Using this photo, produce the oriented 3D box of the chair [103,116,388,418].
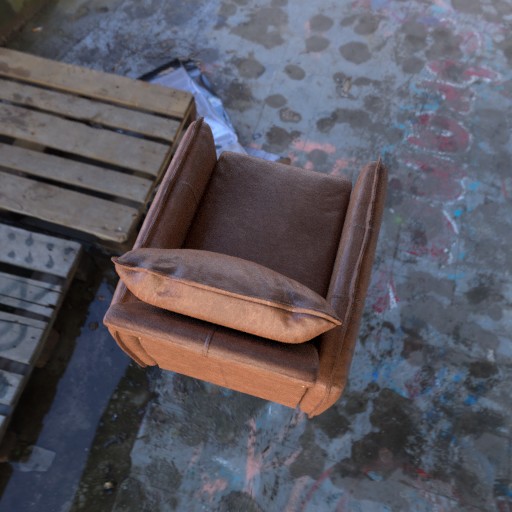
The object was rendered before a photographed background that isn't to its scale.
[{"bbox_3d":[0.000,0.000,1.617,0.830,0.922,0.922,15,65,7],"label":"chair"}]
